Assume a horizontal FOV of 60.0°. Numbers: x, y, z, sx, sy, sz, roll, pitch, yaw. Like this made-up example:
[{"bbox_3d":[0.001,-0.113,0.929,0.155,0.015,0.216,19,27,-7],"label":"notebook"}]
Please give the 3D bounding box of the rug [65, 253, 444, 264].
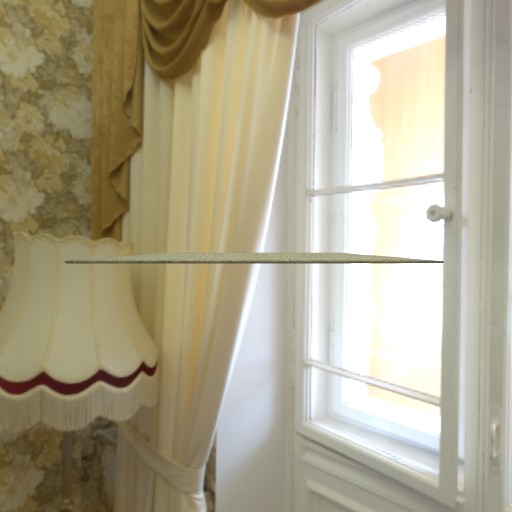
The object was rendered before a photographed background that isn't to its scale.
[{"bbox_3d":[0.000,0.000,2.937,1.547,0.013,2.283,0,1,0],"label":"rug"}]
